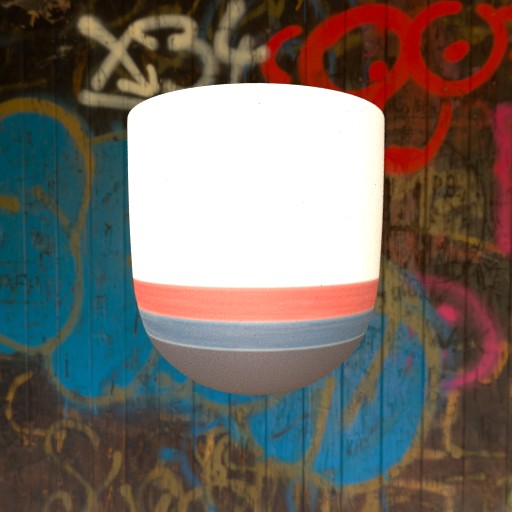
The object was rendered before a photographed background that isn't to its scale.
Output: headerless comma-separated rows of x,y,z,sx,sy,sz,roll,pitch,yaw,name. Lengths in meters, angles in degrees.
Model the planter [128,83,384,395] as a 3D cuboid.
0.000,0.000,0.370,0.204,0.214,0.204,0,2,0,planter
